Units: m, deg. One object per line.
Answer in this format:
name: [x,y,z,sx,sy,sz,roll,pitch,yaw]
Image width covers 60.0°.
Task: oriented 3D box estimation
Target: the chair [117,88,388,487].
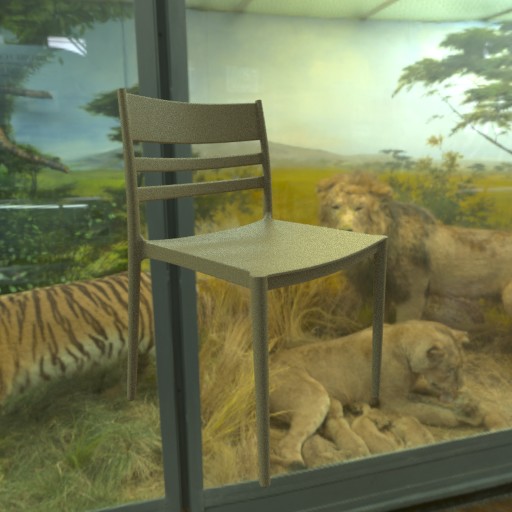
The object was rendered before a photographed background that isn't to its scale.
chair: [0.000,0.000,1.131,0.511,0.800,0.531,14,21,43]
